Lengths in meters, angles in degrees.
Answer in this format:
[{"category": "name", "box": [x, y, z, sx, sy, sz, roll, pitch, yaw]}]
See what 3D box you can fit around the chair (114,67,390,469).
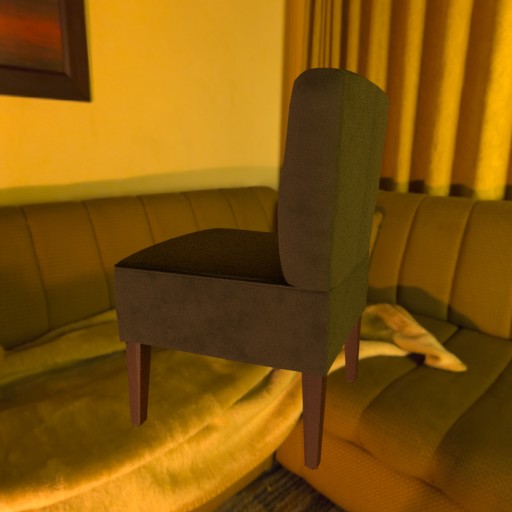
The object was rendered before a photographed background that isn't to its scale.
[{"category": "chair", "box": [0.000, 0.000, 1.119, 0.554, 0.806, 0.521, 6, 15, 23]}]
